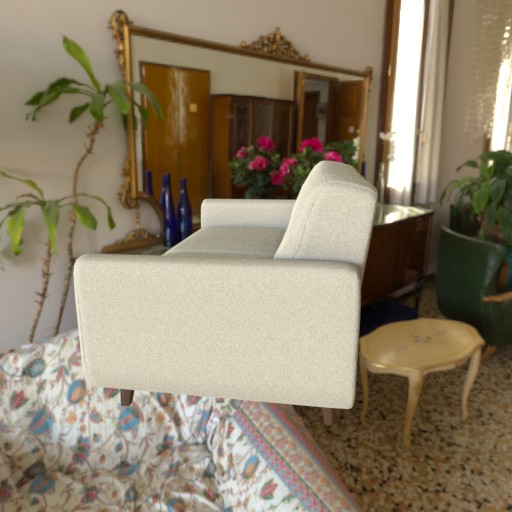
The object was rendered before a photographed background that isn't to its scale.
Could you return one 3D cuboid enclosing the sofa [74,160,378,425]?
[{"bbox_3d":[0.000,0.000,2.186,0.980,0.892,1.655,2,14,9],"label":"sofa"}]
